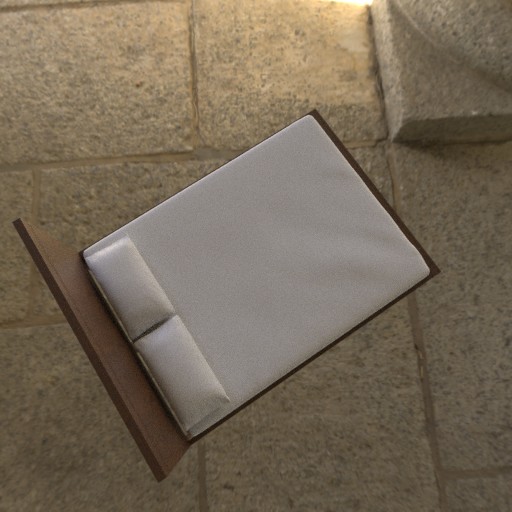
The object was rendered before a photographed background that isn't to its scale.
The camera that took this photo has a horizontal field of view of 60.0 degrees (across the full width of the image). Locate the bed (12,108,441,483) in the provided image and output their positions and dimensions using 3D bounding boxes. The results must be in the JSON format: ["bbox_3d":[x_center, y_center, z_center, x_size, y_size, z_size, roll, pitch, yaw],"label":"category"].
[{"bbox_3d":[0.000,0.000,3.043,2.221,1.169,1.613,-33,79,-7],"label":"bed"}]
